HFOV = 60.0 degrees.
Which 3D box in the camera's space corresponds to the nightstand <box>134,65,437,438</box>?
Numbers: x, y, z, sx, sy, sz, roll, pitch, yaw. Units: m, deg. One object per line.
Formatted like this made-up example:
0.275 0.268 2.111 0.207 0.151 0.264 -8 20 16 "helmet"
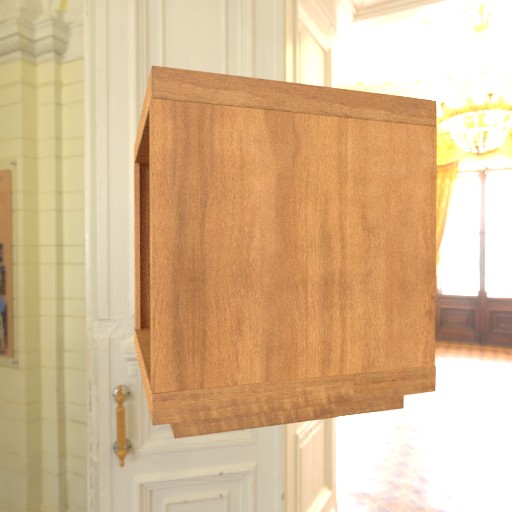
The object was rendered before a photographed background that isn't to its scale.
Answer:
0.000 0.000 0.859 0.436 0.491 0.493 0 1 -18 "nightstand"
